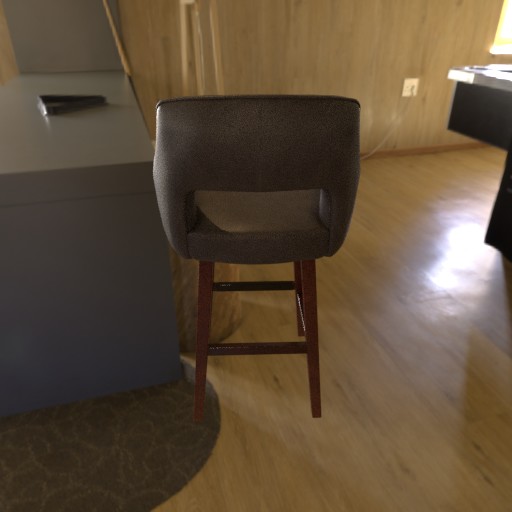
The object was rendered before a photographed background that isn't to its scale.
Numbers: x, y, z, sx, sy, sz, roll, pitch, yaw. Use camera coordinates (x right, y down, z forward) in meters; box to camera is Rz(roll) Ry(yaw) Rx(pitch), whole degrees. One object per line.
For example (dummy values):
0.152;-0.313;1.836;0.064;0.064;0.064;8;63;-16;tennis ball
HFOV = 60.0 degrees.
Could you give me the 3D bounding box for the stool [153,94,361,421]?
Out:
0.000;0.000;1.371;0.550;1.041;0.560;-1;30;-2;stool
